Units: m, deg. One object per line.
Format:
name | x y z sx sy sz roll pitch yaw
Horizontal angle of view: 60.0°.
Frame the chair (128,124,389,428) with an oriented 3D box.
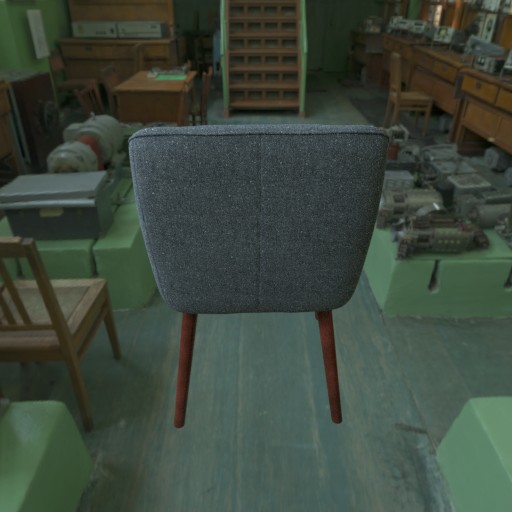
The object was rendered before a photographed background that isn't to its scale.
chair | 0.000 0.000 1.171 0.543 0.803 0.519 -1 31 -2
